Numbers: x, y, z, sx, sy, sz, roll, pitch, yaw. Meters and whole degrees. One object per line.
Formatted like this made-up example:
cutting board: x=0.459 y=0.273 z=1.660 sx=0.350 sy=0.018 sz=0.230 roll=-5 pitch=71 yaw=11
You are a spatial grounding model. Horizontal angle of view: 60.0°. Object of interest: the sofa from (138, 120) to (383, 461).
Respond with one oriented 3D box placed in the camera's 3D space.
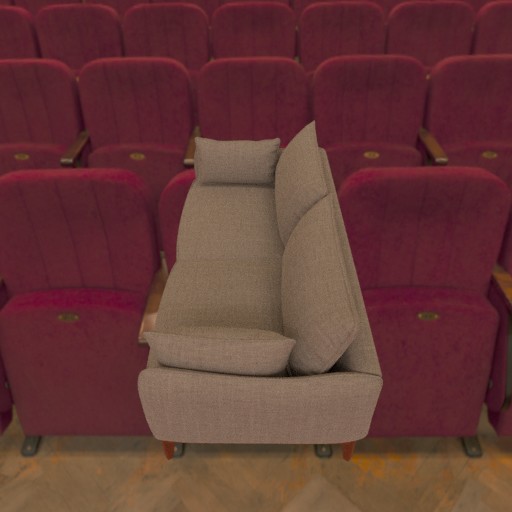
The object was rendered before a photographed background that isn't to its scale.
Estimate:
sofa: x=0.000 y=0.000 z=2.482 sx=0.972 sy=0.851 sz=1.989 roll=0 pitch=39 yaw=0
